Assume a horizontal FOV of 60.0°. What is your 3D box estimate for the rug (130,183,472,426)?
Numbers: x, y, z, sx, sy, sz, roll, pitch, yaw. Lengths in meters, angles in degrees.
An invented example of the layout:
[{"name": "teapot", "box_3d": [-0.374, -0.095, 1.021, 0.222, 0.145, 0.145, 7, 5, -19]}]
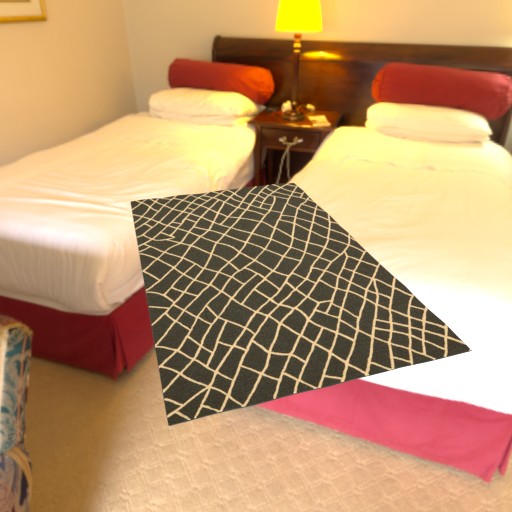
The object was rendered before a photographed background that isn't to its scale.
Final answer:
[{"name": "rug", "box_3d": [0.000, 0.000, 3.046, 1.529, 0.017, 2.448, -9, 32, -15]}]
